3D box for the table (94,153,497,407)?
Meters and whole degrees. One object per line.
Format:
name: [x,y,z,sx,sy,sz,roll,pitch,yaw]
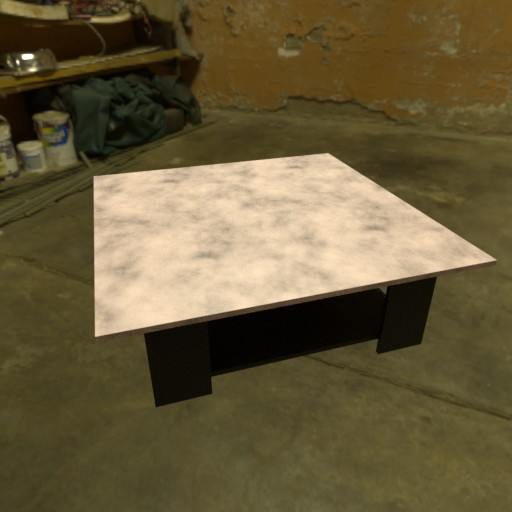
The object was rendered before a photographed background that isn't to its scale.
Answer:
table: [0.000,0.000,1.353,0.890,0.305,0.890,-9,31,-15]
